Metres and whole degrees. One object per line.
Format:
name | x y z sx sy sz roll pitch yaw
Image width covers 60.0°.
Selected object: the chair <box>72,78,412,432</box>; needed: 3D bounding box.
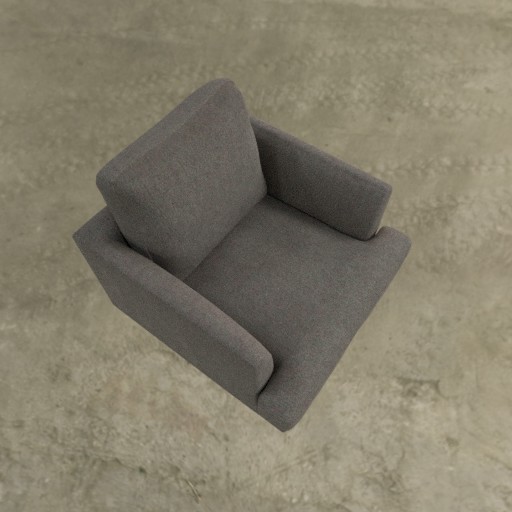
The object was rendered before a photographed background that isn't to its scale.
chair | 0.000 0.000 1.644 0.899 0.957 0.858 32 63 18
